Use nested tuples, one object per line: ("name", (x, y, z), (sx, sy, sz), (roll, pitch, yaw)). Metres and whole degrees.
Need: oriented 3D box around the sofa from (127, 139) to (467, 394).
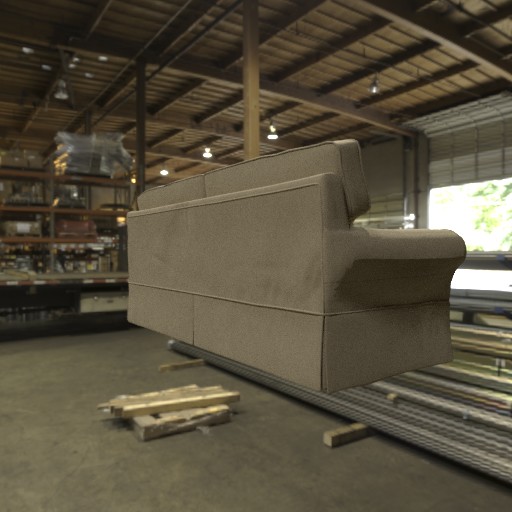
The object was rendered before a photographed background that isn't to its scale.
("sofa", (0.000, 0.000, 2.749), (0.900, 1.014, 2.246), (-1, 1, -36))
